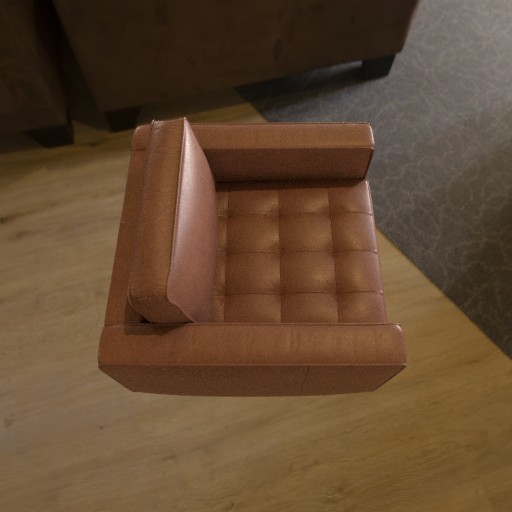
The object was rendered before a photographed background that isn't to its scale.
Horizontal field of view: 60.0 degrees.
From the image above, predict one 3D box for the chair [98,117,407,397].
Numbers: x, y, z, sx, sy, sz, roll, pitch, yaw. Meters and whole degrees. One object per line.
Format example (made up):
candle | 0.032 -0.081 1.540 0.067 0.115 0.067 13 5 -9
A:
chair | 0.000 0.000 1.580 0.900 0.770 0.920 0 63 0
